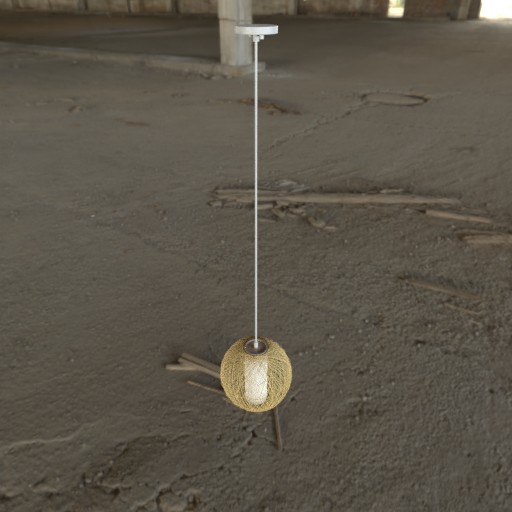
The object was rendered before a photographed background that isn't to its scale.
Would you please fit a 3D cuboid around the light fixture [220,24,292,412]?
[{"bbox_3d":[0.000,0.000,2.116,0.407,1.955,0.406,19,36,28],"label":"light fixture"}]
